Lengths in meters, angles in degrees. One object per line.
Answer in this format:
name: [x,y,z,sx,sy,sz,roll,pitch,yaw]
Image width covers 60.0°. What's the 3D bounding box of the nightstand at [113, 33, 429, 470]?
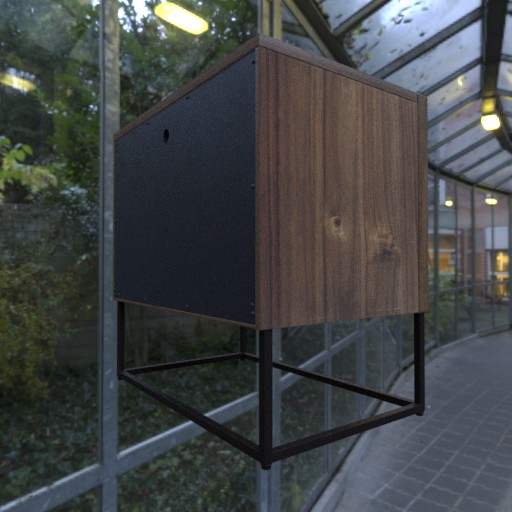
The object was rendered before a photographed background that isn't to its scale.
nightstand: [0.000,0.000,0.984,0.437,0.610,0.610,1,-1,-36]
